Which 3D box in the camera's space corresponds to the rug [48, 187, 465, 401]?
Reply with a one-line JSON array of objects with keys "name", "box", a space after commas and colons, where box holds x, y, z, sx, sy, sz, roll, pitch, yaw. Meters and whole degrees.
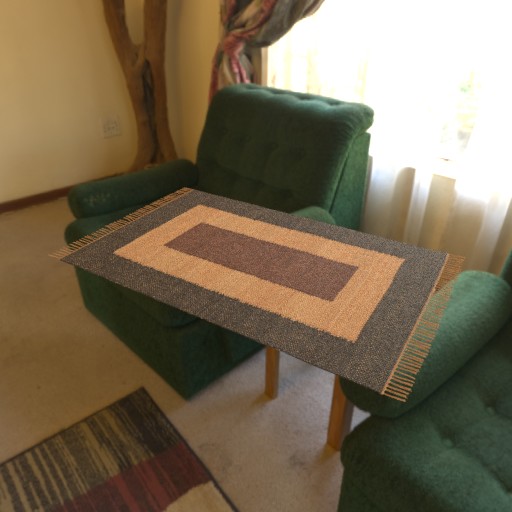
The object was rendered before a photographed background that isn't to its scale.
[{"name": "rug", "box": [0.000, 0.000, 1.890, 1.541, 0.013, 0.920, 17, 35, 27]}]
